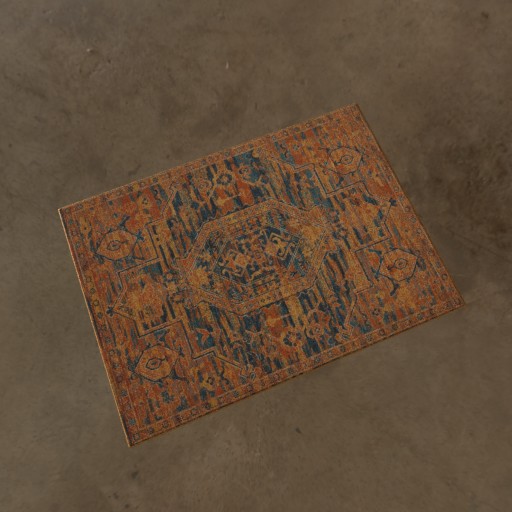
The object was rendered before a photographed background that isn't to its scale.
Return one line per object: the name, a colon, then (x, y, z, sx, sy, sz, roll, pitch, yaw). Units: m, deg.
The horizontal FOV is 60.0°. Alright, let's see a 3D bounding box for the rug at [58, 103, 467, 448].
rug: (0.000, 0.000, 2.859, 2.204, 0.024, 1.588, -21, 75, -6)
